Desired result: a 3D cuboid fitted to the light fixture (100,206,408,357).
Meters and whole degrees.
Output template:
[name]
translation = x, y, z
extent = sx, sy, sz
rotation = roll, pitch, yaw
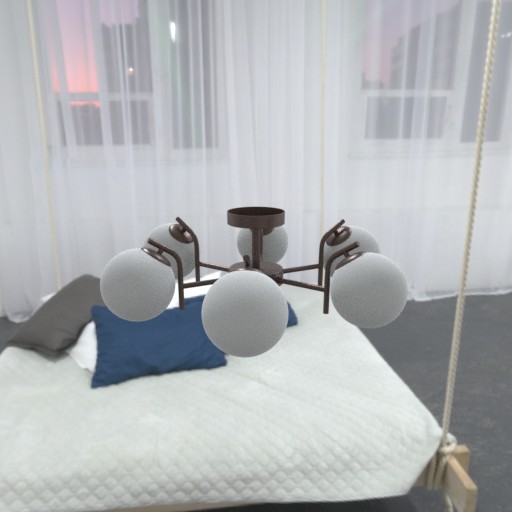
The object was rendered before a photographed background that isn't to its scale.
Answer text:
[light fixture]
translation = 0.000, 0.000, 0.981
extent = 0.662, 0.201, 0.662
rotation = 0, 15, 0
